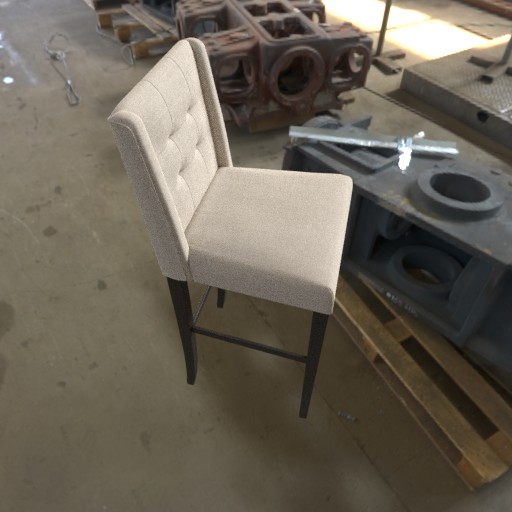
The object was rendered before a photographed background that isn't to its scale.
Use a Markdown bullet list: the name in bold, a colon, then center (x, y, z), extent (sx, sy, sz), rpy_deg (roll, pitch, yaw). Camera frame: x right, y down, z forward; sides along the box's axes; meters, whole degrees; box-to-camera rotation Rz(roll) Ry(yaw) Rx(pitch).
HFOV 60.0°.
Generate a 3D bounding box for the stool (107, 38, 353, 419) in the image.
- **stool**: center (0.000, 0.000, 1.372), extent (0.509, 1.116, 0.474), rpy_deg (10, 47, 10)
